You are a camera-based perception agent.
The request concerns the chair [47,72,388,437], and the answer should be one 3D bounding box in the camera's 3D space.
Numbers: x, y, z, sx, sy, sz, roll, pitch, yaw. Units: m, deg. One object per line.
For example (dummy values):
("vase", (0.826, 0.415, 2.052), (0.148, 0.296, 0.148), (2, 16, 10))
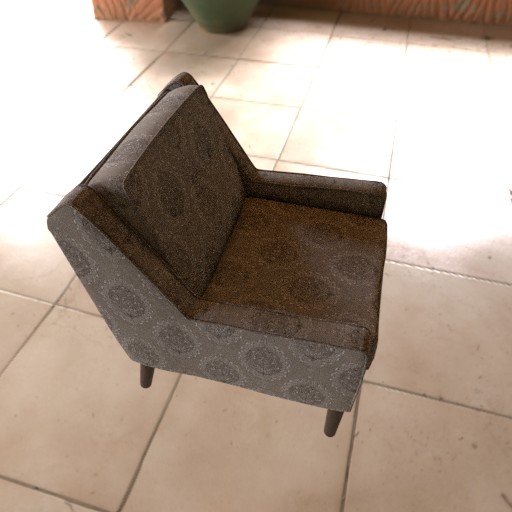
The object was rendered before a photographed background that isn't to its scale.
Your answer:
("chair", (0.000, 0.000, 1.312), (0.750, 0.797, 0.665), (11, 47, 10))
